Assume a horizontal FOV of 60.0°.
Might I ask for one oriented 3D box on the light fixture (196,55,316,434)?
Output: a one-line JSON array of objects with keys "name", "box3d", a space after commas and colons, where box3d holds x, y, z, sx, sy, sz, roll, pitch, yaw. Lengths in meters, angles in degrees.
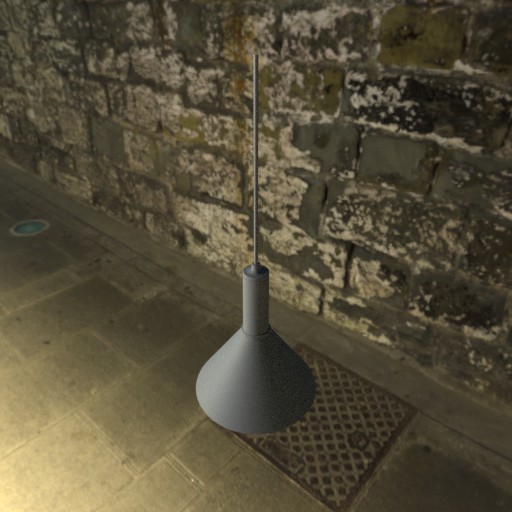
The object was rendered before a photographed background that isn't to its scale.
[{"name": "light fixture", "box3d": [0.000, 0.000, 0.822, 0.267, 0.683, 0.267, -20, 36, -29]}]
